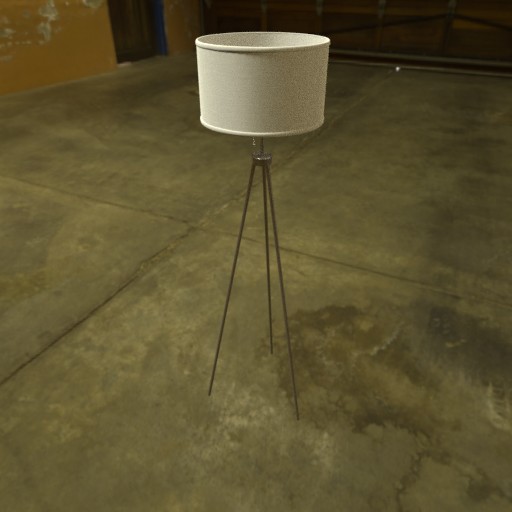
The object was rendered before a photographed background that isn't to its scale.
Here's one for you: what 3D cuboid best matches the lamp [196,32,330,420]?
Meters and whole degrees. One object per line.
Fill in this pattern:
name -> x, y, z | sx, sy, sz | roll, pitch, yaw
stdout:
lamp -> 0.000, 0.000, 1.749 | 0.458, 1.545, 0.448 | -10, 33, -15
